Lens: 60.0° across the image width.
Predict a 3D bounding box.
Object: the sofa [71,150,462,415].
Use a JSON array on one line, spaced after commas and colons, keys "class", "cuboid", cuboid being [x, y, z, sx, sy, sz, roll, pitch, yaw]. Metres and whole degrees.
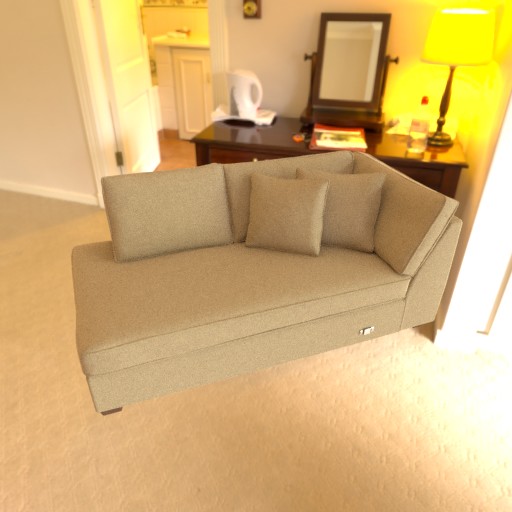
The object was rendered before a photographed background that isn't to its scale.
[{"class": "sofa", "cuboid": [0.000, 0.000, 2.846, 2.237, 1.033, 1.110, -11, 33, -17]}]
